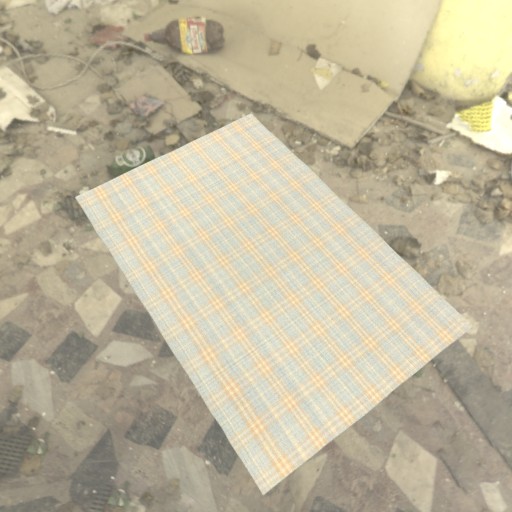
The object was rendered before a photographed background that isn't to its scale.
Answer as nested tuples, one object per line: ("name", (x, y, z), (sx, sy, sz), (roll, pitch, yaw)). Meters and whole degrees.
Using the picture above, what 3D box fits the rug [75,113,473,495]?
("rug", (0.000, 0.000, 2.304), (1.231, 0.012, 1.835), (-31, 63, -18))
